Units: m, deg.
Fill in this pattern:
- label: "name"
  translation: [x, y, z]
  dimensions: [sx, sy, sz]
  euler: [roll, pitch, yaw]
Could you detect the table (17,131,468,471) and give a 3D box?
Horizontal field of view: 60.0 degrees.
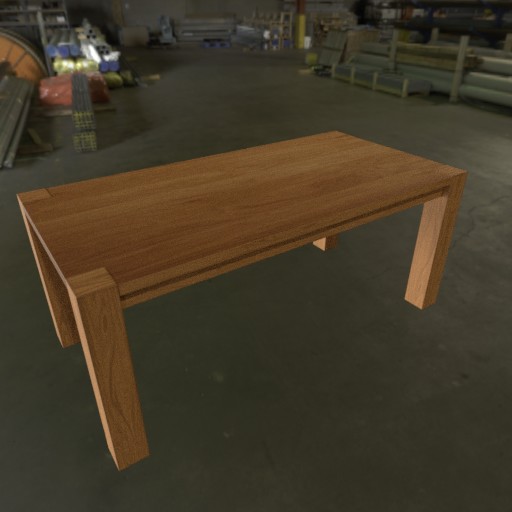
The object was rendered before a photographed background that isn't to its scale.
- label: "table"
  translation: [0.000, 0.000, 2.153]
  dimensions: [1.800, 0.760, 0.900]
  euler: [-19, 35, -29]
